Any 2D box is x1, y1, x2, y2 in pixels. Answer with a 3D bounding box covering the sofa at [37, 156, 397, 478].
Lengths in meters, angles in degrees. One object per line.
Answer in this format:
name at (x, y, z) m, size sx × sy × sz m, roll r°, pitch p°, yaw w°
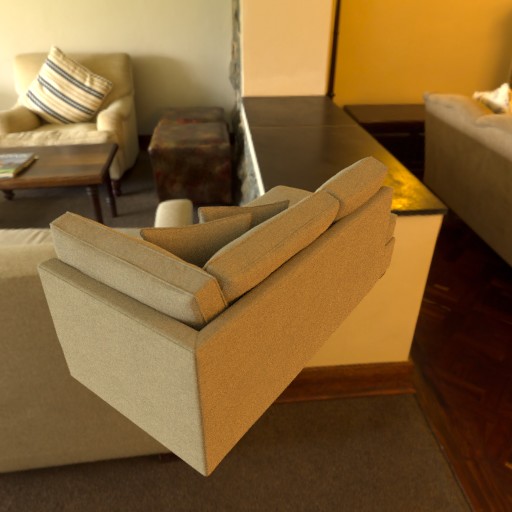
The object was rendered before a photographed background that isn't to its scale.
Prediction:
sofa at (0.000, 0.000, 2.818) m, size 1.110 × 1.019 × 2.238 m, roll 20°, pitch 37°, yaw 30°
